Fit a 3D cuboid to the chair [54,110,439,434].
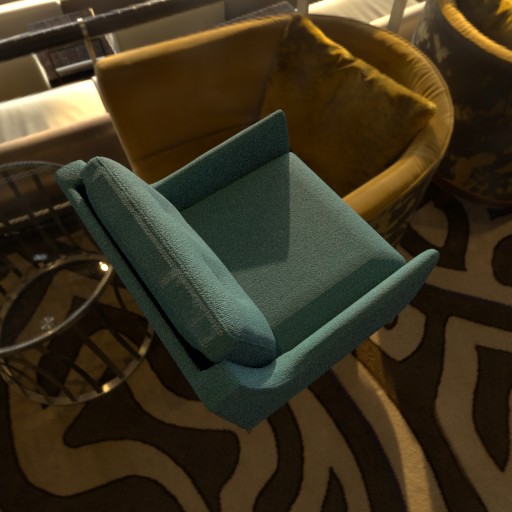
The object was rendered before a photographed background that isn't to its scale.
[{"bbox_3d":[0.000,0.000,1.518,0.849,0.828,0.847,-33,65,-18],"label":"chair"}]
